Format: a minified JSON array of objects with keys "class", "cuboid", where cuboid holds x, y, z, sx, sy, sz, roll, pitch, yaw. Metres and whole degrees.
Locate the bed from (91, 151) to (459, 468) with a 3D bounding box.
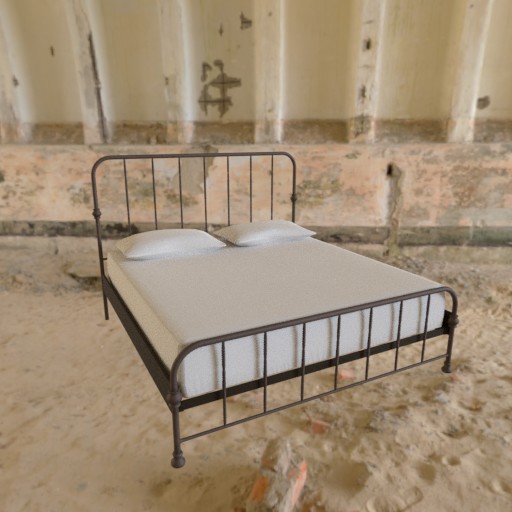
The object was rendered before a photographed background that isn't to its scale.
[{"class":"bed","cuboid":[0.000,0.000,3.380,2.044,1.446,2.134,-8,17,-26]}]
